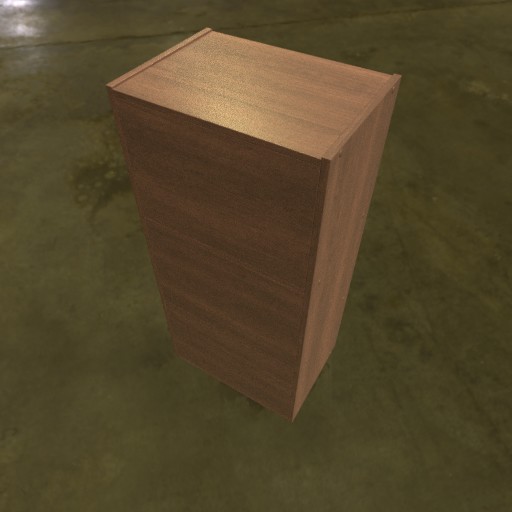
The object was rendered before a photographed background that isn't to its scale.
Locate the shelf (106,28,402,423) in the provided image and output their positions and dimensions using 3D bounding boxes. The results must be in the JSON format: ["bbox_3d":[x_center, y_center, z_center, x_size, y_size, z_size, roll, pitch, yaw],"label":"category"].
[{"bbox_3d":[0.000,0.000,1.074,0.414,0.879,0.290,24,52,21],"label":"shelf"}]
